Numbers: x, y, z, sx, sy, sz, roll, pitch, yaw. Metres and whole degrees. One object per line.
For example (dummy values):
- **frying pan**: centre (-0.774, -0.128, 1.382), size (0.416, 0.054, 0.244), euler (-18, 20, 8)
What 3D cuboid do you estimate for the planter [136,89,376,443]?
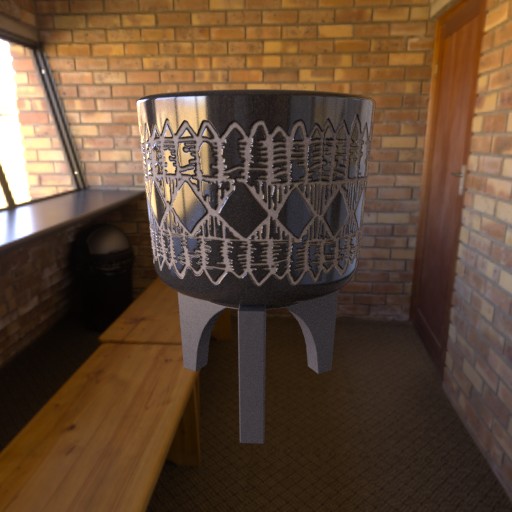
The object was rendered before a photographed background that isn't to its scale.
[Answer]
- **planter**: centre (0.000, 0.000, 0.269), size (0.129, 0.177, 0.129), euler (0, 15, 0)
